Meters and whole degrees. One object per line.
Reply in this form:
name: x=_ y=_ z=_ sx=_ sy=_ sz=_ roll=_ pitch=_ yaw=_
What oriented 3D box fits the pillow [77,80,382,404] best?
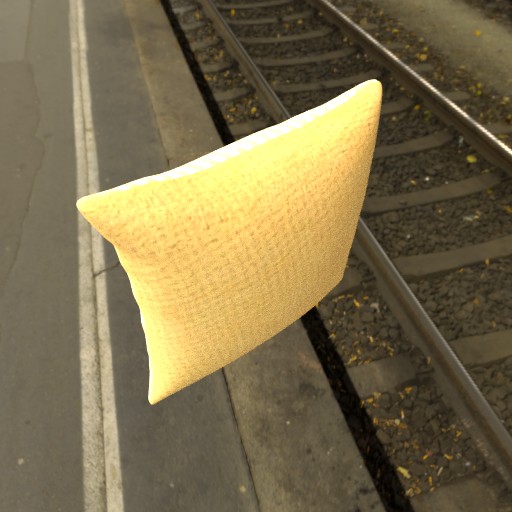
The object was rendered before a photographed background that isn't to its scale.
pillow: x=0.000 y=0.000 z=0.637 sx=0.419 sy=0.407 sz=0.173 roll=-30 pitch=53 yaw=-25
